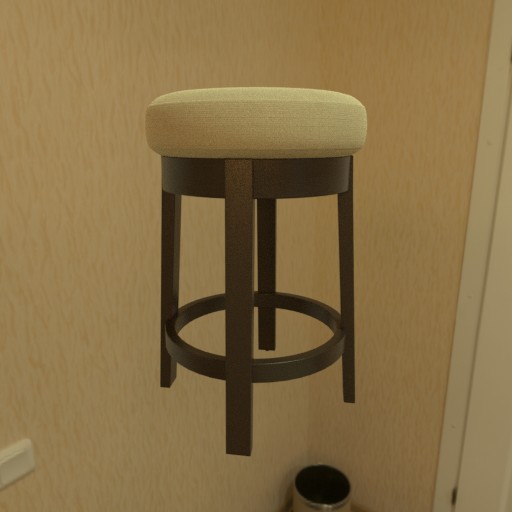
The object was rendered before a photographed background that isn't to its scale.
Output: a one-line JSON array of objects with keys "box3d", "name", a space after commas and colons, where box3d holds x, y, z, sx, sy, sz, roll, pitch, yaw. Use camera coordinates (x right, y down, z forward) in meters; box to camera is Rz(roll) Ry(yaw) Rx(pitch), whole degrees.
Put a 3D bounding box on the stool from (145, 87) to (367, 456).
[{"box3d": [0.000, 0.000, 0.950, 0.449, 0.655, 0.449, 0, 15, 0], "name": "stool"}]
